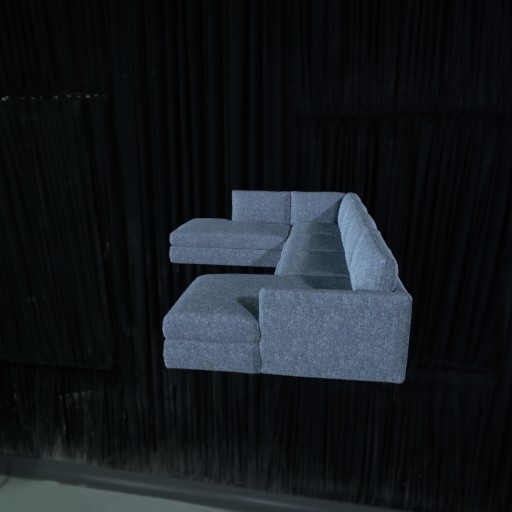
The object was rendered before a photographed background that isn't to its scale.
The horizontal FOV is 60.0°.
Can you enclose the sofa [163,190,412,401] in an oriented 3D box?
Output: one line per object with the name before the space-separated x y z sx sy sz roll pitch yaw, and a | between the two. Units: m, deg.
sofa | 0.000 0.000 3.547 1.879 0.756 2.737 2 15 8
